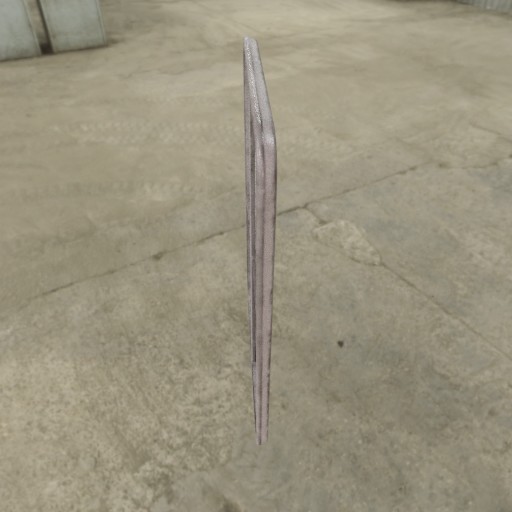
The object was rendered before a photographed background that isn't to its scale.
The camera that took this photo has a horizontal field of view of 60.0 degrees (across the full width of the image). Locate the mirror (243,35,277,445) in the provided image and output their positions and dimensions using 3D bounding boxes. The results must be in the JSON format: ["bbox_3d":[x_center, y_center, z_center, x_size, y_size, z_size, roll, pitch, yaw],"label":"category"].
[{"bbox_3d":[0.000,0.000,0.872,0.024,0.713,0.461,-2,41,-2],"label":"mirror"}]
